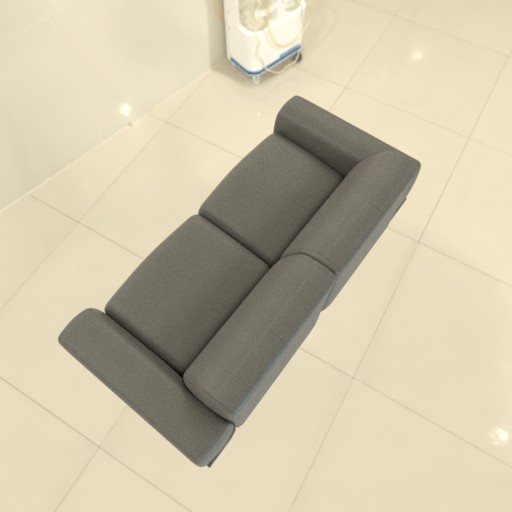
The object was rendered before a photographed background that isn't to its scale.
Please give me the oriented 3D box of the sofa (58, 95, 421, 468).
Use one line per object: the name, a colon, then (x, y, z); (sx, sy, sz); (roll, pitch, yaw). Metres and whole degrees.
sofa: (0.000, 0.000, 2.347); (0.900, 0.772, 1.901); (35, 69, 15)
